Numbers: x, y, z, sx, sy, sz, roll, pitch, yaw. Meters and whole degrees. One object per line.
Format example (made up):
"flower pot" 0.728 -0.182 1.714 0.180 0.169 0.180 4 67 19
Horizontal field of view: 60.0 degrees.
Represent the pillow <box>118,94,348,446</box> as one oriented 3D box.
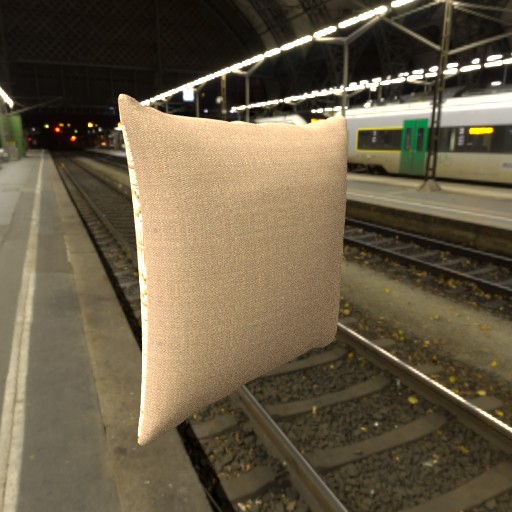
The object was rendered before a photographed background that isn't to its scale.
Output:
"pillow" 0.000 0.000 0.804 0.215 0.519 0.521 14 20 42
